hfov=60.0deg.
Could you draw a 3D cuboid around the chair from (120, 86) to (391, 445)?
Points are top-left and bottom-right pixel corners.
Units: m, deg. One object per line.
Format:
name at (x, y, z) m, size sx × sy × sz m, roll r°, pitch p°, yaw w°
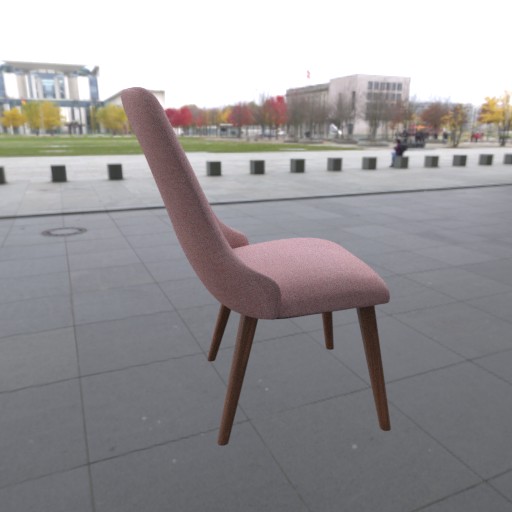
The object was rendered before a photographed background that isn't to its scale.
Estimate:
chair at (0.000, 0.000, 1.327) m, size 0.707 × 0.918 × 0.535 m, roll -2°, pitch 16°, yaw -8°
